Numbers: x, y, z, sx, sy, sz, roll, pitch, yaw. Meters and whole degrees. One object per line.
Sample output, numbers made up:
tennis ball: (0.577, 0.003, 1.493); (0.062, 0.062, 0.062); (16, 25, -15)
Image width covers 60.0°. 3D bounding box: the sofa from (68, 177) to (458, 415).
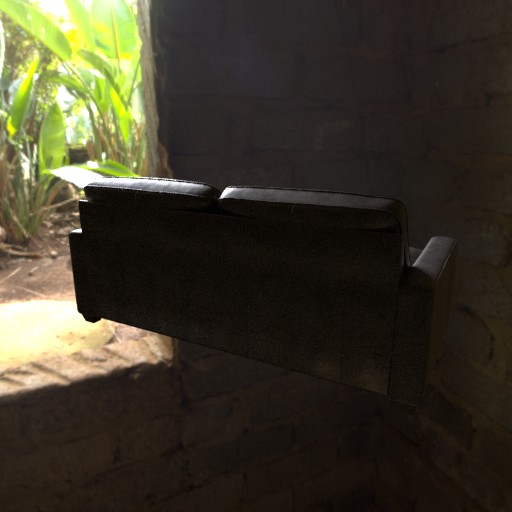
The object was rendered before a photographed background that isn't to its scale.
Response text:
sofa: (0.000, 0.000, 2.576); (2.081, 0.916, 0.939); (9, 18, 28)
